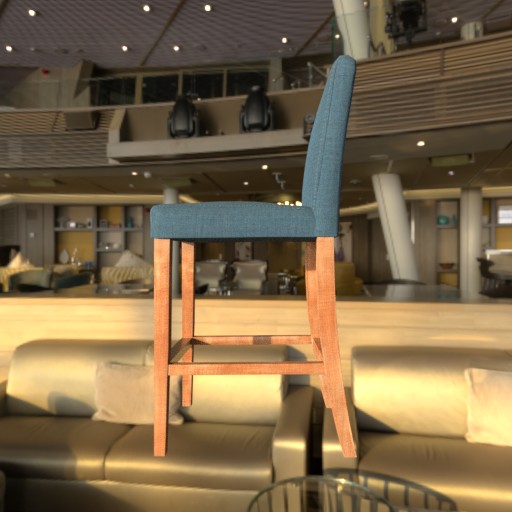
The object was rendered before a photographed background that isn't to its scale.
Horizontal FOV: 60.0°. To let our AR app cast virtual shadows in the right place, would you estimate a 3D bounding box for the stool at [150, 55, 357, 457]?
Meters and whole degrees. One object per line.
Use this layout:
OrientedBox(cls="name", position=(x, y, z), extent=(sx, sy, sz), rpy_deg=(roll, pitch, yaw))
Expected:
OrientedBox(cls="stool", position=(0.000, 0.000, 1.402), extent=(0.574, 1.088, 0.454), rpy_deg=(0, 0, 2))
